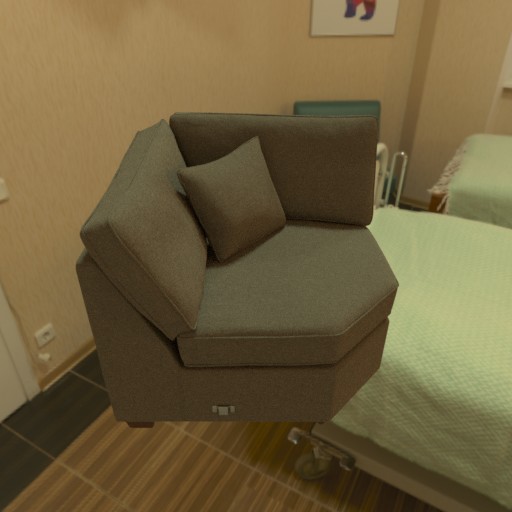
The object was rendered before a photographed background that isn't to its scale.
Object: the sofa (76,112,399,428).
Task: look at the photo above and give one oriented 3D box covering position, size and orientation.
[{"bbox_3d":[0.000,0.000,1.802,1.042,0.951,1.050,0,32,0],"label":"sofa"}]
